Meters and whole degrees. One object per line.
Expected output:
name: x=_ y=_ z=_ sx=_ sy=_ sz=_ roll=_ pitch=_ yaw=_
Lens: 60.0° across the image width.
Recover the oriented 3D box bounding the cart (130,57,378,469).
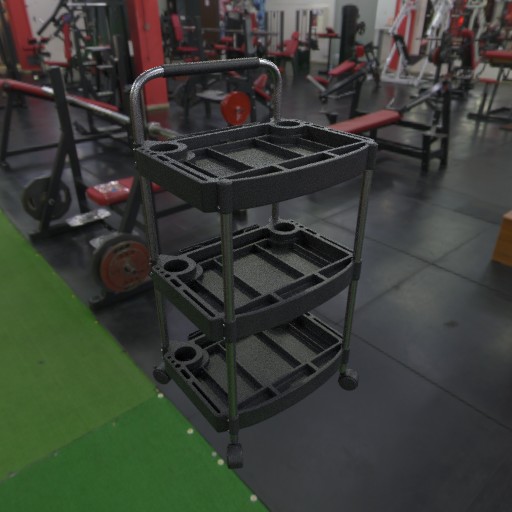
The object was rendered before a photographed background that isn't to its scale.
cart: x=0.000 y=0.000 z=1.366 sx=0.584 sy=1.075 sz=0.518 roll=-21 pitch=36 yaw=-32
